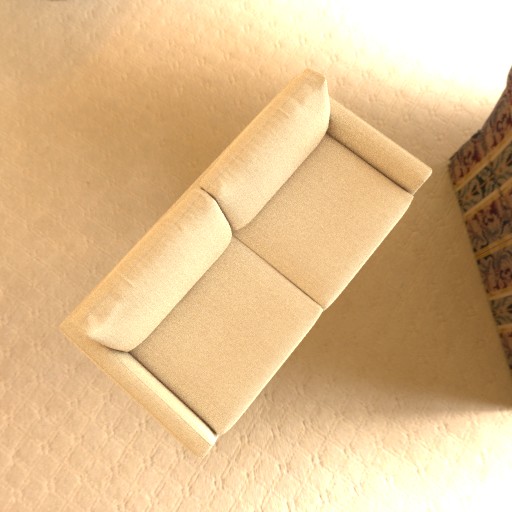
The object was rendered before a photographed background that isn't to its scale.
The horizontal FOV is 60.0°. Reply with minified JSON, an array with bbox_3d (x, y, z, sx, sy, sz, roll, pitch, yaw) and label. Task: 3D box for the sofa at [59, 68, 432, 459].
[{"bbox_3d":[0.000,0.000,2.114,0.839,0.812,1.651,39,79,9],"label":"sofa"}]
